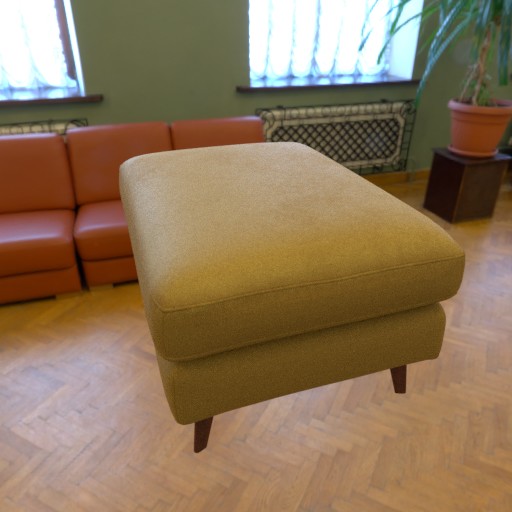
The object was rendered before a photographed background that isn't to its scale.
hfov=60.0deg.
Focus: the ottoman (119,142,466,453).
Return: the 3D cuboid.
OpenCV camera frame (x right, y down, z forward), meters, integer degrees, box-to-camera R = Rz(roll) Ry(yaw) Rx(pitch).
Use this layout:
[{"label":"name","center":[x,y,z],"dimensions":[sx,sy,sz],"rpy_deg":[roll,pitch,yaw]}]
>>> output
[{"label":"ottoman","center":[0.000,0.000,1.142],"dimensions":[0.608,0.449,0.811],"rpy_deg":[-9,30,-17]}]
